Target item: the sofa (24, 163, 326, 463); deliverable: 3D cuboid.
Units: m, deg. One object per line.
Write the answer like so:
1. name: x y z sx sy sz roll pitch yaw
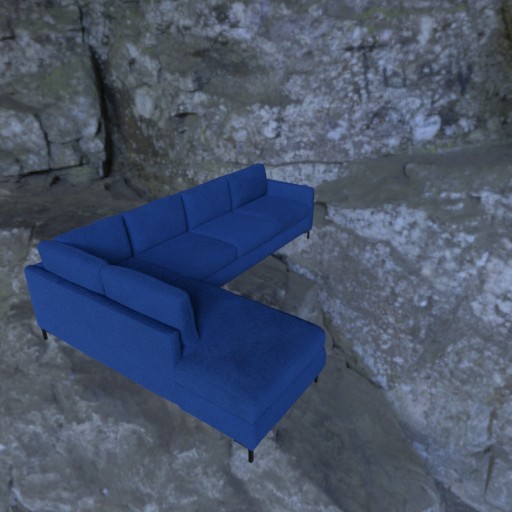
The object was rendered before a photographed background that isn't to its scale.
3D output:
1. sofa: 0.000 0.000 3.759 2.007 0.815 2.949 17 30 31
